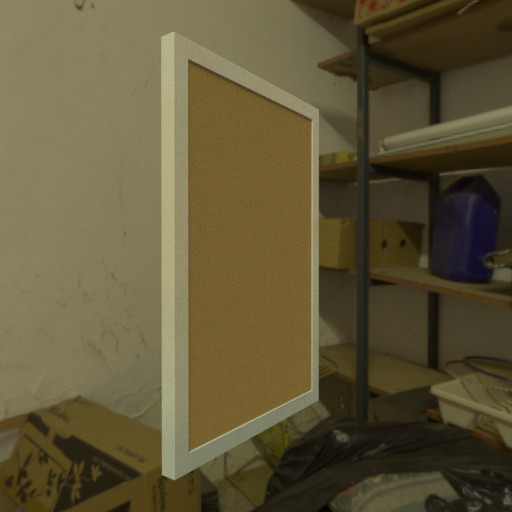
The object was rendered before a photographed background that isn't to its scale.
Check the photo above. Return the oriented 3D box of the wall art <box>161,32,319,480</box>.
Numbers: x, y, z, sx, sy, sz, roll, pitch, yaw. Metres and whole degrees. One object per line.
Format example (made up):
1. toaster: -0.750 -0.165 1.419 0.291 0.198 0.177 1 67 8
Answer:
1. wall art: 0.000 0.000 1.160 0.039 0.915 0.612 0 1 37
